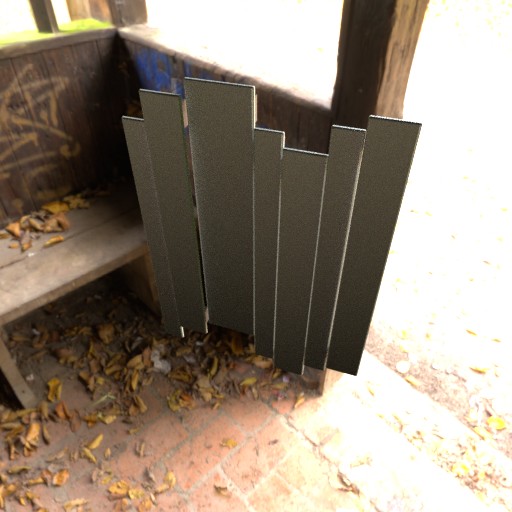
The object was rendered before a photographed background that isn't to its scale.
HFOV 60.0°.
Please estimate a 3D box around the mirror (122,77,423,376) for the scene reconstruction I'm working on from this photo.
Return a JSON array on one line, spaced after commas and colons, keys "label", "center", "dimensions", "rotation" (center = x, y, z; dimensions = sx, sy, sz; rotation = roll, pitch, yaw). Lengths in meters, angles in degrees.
[{"label": "mirror", "center": [0.000, 0.000, 0.805], "dimensions": [0.445, 0.611, 0.058], "rotation": [13, 43, 14]}]
